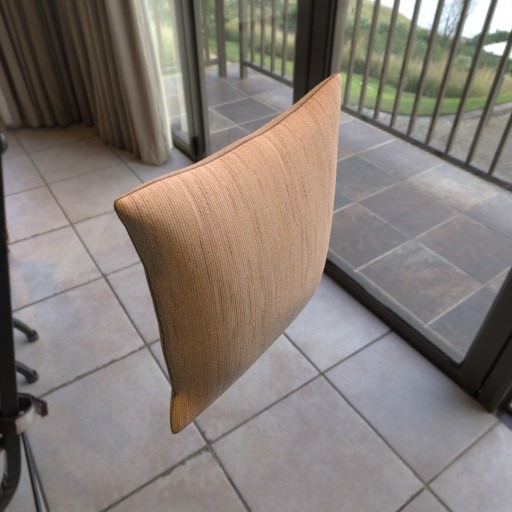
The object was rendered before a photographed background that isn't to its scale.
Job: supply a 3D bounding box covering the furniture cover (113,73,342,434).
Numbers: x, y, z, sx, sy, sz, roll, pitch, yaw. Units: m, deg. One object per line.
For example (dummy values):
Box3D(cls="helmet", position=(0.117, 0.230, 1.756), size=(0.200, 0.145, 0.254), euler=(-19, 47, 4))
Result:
Box3D(cls="furniture cover", position=(0.000, 0.000, 0.794), size=(0.178, 0.506, 0.512), euler=(26, 48, 27))
